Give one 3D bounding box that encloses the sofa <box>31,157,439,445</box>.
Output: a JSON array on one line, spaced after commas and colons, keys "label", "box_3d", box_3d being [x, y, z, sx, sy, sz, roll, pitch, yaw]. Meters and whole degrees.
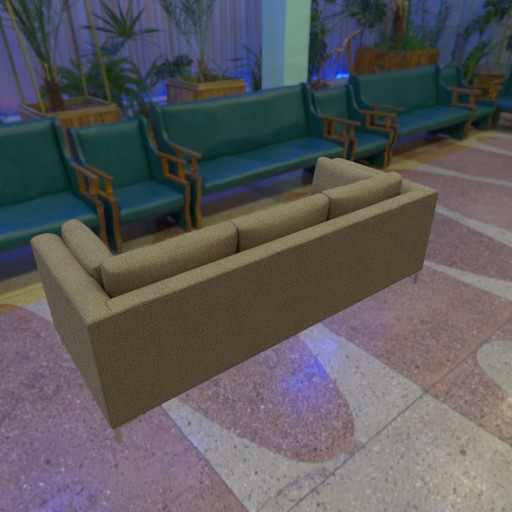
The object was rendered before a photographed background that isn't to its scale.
[{"label": "sofa", "box_3d": [0.000, 0.000, 2.887, 2.415, 0.867, 0.969, -20, 36, -31]}]
